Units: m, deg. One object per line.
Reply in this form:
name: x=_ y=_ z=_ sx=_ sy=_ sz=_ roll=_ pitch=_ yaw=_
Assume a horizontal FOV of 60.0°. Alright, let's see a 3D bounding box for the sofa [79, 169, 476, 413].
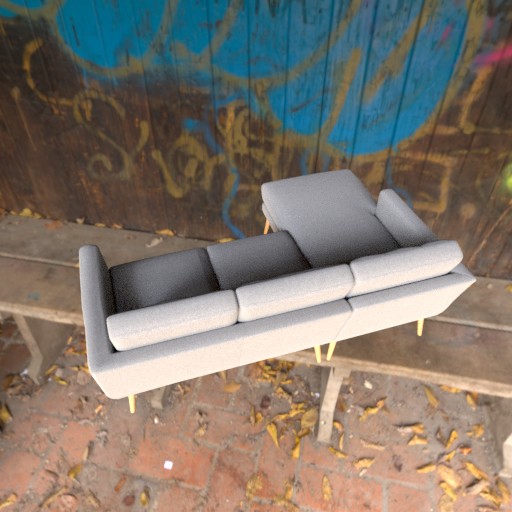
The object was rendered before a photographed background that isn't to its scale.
sofa: x=0.000 y=0.000 z=2.815 sx=2.040 sy=0.860 sz=1.530 roll=-12 pitch=44 yaw=-12
